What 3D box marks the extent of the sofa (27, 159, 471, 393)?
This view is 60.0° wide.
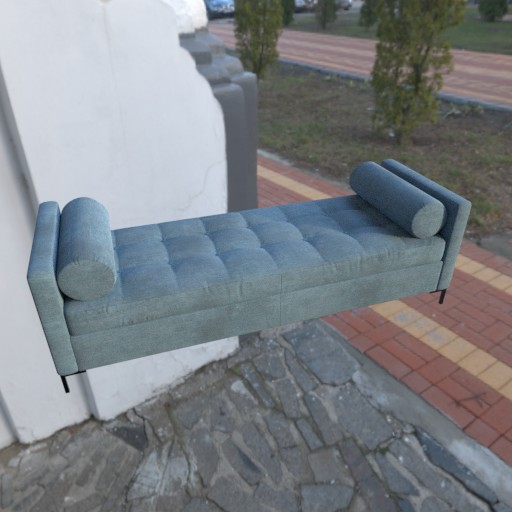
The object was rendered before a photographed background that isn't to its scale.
[{"bbox_3d":[0.000,0.000,2.291,1.981,0.635,0.686,-10,33,-16],"label":"sofa"}]
